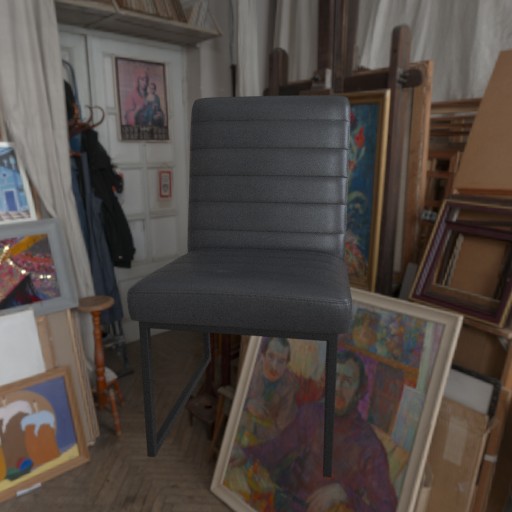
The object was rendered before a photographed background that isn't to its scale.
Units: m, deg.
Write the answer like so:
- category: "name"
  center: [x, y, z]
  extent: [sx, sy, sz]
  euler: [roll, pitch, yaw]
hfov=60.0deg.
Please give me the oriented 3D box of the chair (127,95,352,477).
- category: "chair"
  center: [0.000, 0.000, 1.273]
  extent: [0.520, 0.930, 0.634]
  euler: [2, 13, 9]
